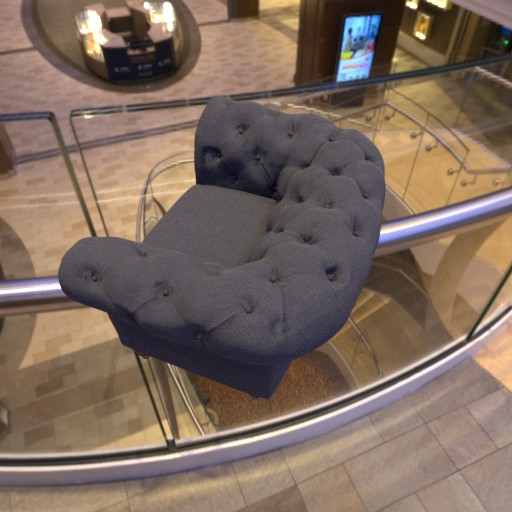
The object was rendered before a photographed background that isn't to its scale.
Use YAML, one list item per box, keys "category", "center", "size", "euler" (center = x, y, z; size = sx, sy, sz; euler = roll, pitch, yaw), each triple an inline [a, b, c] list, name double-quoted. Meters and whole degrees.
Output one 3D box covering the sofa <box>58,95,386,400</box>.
- category: "sofa"
  center: [0.000, 0.000, 2.068]
  size: [1.032, 0.878, 1.405]
  euler: [15, 48, 14]
